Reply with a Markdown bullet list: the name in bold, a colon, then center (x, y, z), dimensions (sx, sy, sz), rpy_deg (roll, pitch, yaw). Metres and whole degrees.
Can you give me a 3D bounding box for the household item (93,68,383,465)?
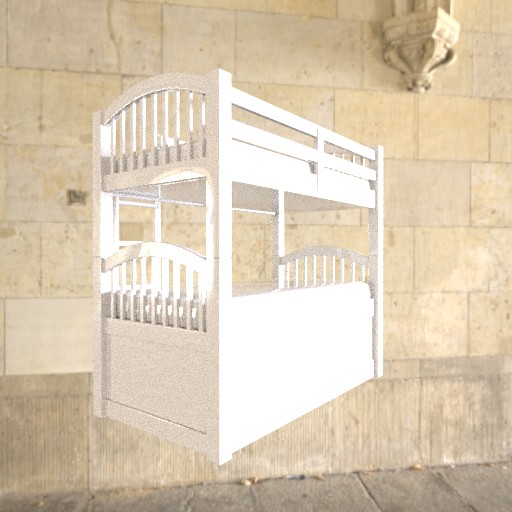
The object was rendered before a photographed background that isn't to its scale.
- **household item**: center (0.000, 0.000, 3.311), dimensions (1.143, 2.032, 2.032), rpy_deg (0, 1, 38)
